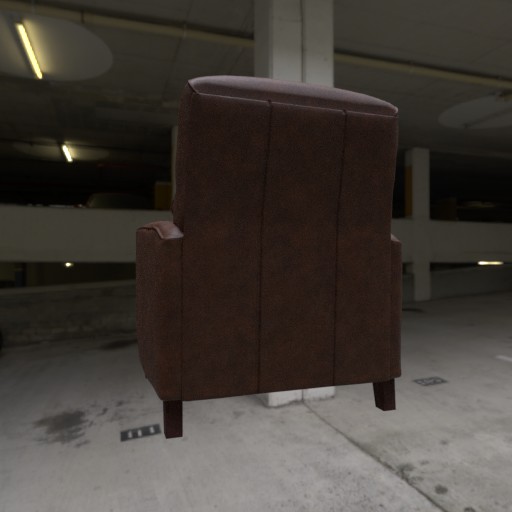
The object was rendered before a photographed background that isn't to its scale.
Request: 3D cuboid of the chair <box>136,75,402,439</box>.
[{"bbox_3d":[0.000,0.000,1.647,0.839,1.010,0.850,0,0,-19],"label":"chair"}]
